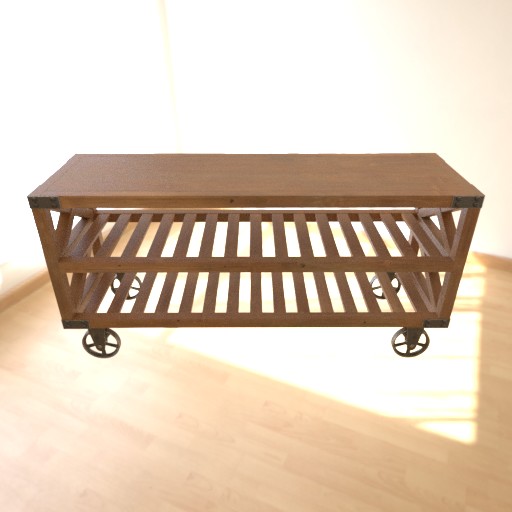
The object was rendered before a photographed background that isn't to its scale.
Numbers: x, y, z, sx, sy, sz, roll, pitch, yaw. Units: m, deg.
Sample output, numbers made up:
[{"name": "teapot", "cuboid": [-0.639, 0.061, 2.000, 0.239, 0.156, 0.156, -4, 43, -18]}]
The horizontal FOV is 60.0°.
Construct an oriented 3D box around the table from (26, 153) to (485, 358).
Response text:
[{"name": "table", "cuboid": [0.000, 0.000, 1.798, 1.487, 0.711, 0.467, 0, 30, 0]}]
